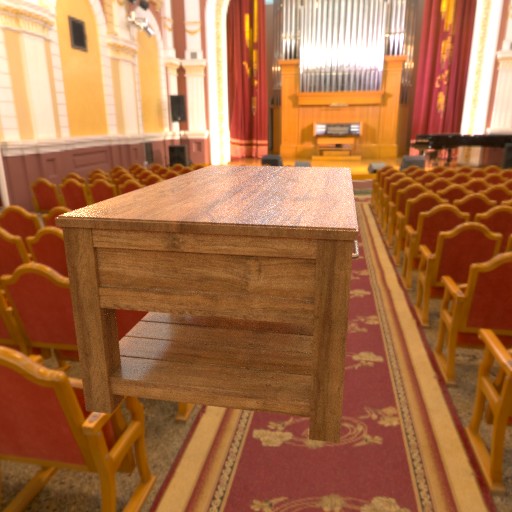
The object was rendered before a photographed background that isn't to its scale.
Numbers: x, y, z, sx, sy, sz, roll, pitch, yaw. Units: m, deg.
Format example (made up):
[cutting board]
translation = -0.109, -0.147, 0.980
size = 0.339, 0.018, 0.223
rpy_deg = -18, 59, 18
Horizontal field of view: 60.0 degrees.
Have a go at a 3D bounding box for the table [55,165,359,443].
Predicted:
[table]
translation = 0.000, 0.000, 1.475
size = 0.635, 0.480, 1.150
rpy_deg = 3, 17, 10
